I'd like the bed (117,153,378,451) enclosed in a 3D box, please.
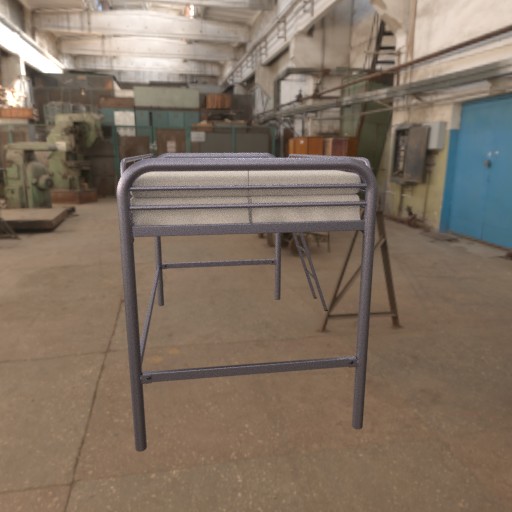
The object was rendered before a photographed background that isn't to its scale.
[{"bbox_3d":[0.000,0.000,2.886,1.415,1.288,1.965,-2,14,-9],"label":"bed"}]
